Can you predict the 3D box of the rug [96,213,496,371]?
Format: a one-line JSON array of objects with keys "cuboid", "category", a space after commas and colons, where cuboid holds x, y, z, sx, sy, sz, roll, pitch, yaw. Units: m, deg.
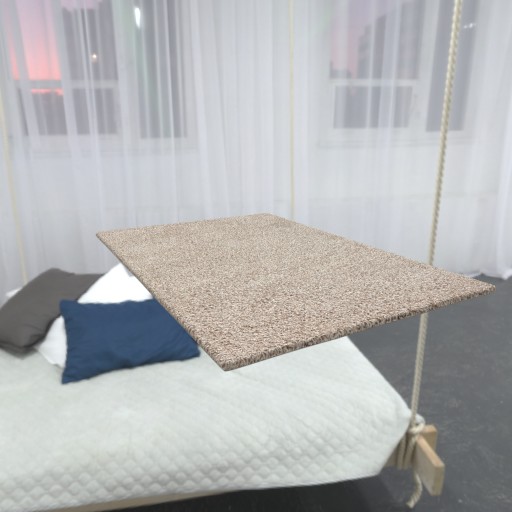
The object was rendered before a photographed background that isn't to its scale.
[{"cuboid": [0.000, 0.000, 2.229, 1.219, 0.030, 1.778, -9, 19, -28], "category": "rug"}]
